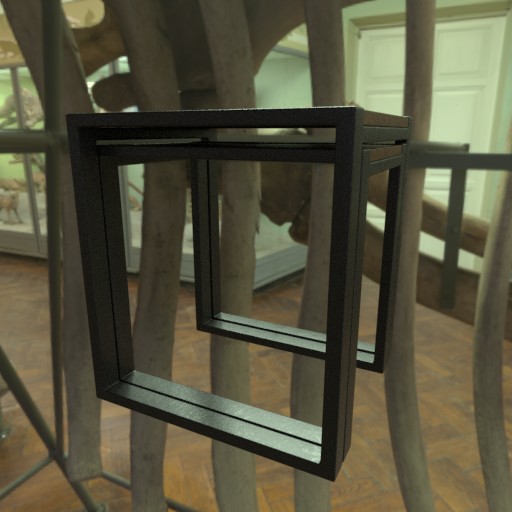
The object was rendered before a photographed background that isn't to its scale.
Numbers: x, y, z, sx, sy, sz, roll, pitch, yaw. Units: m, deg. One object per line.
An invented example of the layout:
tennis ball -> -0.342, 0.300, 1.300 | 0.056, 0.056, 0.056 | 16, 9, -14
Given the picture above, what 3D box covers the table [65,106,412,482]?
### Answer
table -> 0.000, 0.000, 0.908 | 0.500, 0.550, 0.449 | 8, 17, 26
